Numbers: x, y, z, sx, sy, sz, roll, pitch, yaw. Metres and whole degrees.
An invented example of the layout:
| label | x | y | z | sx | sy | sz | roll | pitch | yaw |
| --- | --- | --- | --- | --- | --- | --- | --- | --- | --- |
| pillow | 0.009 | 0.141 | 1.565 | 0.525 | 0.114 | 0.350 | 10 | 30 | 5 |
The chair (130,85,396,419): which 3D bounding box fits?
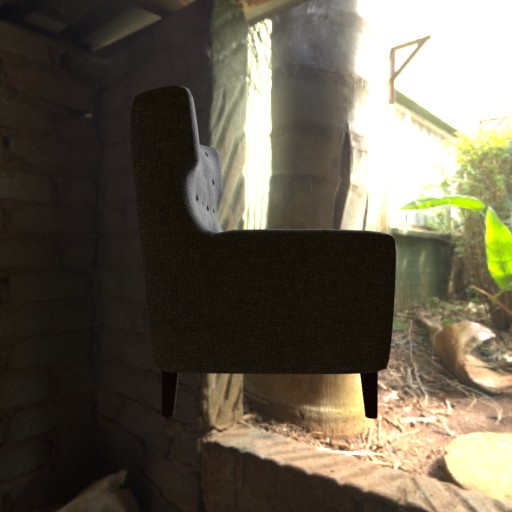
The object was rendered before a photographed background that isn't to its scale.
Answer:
| label | x | y | z | sx | sy | sz | roll | pitch | yaw |
| --- | --- | --- | --- | --- | --- | --- | --- | --- | --- |
| chair | 0.000 | 0.000 | 1.775 | 0.904 | 1.063 | 0.878 | 0 | 0 | 1 |
